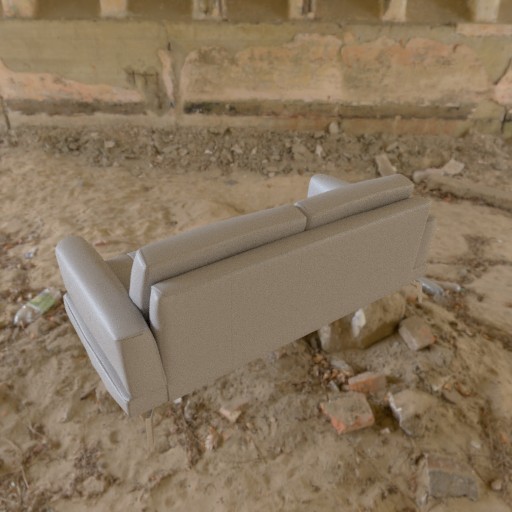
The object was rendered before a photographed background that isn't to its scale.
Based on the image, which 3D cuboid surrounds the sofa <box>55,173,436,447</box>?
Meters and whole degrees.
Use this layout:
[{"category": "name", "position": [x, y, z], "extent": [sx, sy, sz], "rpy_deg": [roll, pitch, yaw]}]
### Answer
[{"category": "sofa", "position": [0.000, 0.000, 2.751], "extent": [2.177, 0.930, 1.121], "rpy_deg": [-19, 34, -30]}]
